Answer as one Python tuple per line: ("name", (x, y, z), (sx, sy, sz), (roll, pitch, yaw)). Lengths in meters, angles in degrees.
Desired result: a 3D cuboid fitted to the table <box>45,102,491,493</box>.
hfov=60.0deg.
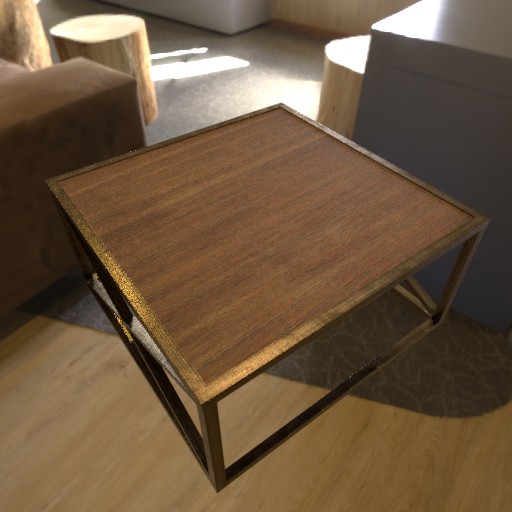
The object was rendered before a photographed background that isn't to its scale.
("table", (0.000, 0.000, 1.413), (0.909, 0.451, 0.899), (-27, 49, -26))
